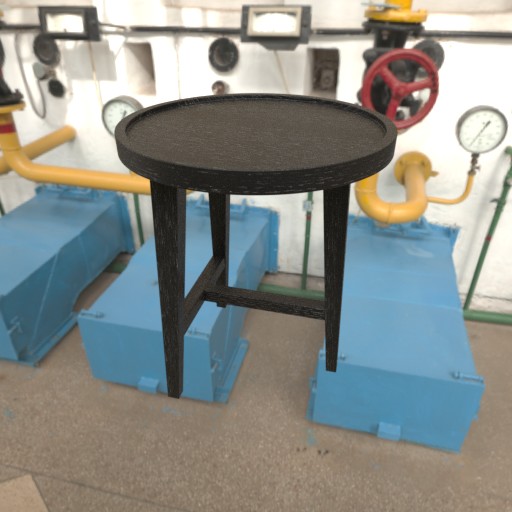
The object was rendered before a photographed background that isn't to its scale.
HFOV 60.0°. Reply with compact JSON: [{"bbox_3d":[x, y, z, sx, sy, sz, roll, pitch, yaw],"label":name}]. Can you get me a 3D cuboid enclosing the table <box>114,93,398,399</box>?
[{"bbox_3d":[0.000,0.000,0.766,0.399,0.460,0.399,0,32,0],"label":"table"}]
